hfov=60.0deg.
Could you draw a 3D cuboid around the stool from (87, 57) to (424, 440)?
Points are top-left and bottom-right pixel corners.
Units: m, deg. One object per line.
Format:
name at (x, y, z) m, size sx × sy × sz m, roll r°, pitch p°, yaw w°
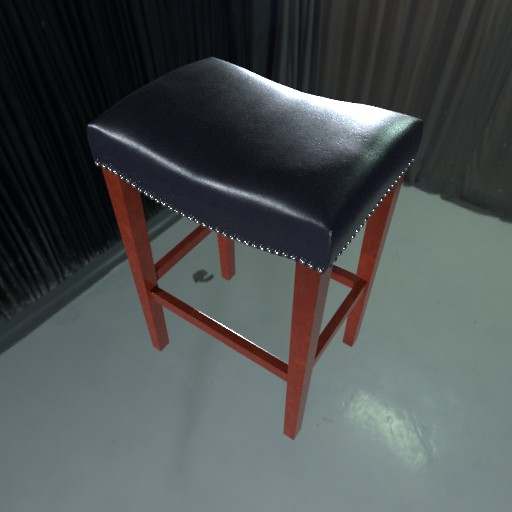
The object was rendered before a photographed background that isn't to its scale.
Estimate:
stool at (0.000, 0.000, 1.037) m, size 0.504 × 0.742 × 0.372 m, roll 26°, pitch 52°, yaw 23°
